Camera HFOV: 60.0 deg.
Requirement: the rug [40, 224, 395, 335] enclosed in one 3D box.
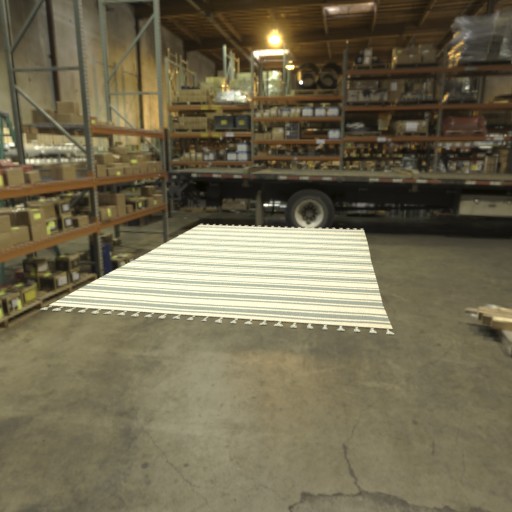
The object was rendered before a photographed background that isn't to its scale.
[{"bbox_3d":[0.000,0.000,3.002,1.539,0.011,2.410,2,14,10],"label":"rug"}]
